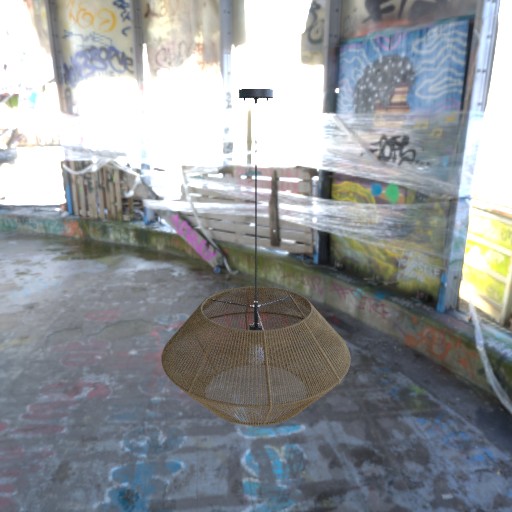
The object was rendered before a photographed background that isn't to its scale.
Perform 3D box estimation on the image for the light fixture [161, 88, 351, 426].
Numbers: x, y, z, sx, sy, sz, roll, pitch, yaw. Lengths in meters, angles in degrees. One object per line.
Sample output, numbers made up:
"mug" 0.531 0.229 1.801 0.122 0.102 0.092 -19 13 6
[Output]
"light fixture" 0.000 0.000 1.430 0.643 1.009 0.643 0 17 0
